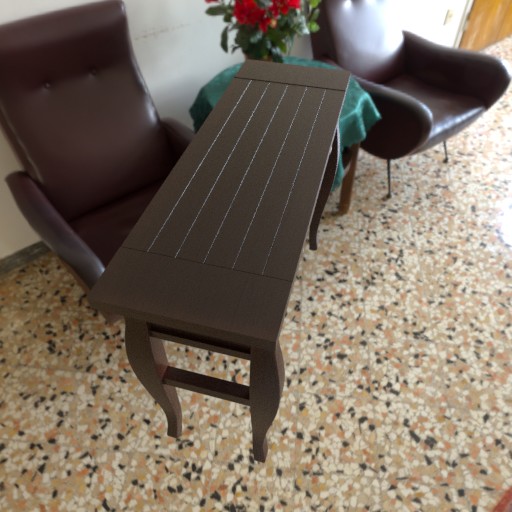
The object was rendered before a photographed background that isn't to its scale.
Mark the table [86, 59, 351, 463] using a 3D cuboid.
[{"bbox_3d":[0.000,0.000,1.407,0.373,0.768,1.062,11,48,10],"label":"table"}]
